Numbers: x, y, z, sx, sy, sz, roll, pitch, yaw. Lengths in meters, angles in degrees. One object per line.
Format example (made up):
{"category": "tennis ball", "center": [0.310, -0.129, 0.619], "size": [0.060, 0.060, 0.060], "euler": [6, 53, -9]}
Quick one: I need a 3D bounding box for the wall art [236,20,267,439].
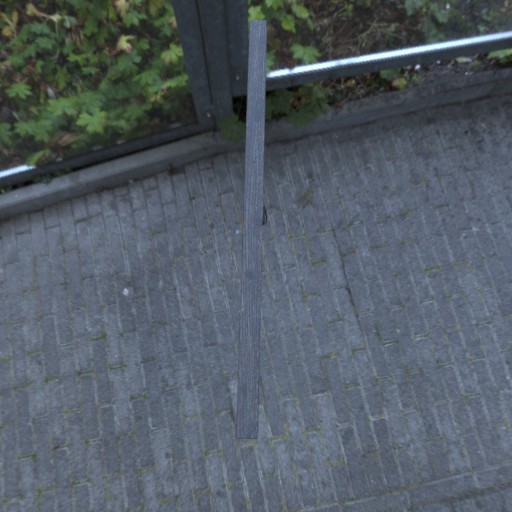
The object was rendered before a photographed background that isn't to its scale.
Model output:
{"category": "wall art", "center": [0.000, 0.000, 0.692], "size": [0.027, 0.459, 0.462], "euler": [1, 77, 0]}
